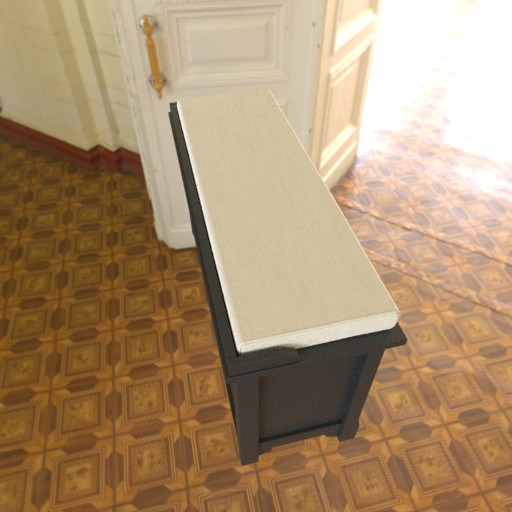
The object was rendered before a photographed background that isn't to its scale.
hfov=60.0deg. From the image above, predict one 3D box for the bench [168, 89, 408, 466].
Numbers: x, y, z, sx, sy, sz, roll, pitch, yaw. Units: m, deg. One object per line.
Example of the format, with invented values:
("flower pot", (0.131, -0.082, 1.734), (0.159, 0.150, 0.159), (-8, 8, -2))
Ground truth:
("bench", (0.000, 0.000, 1.282), (0.345, 0.561, 0.973), (-10, 47, -10))
